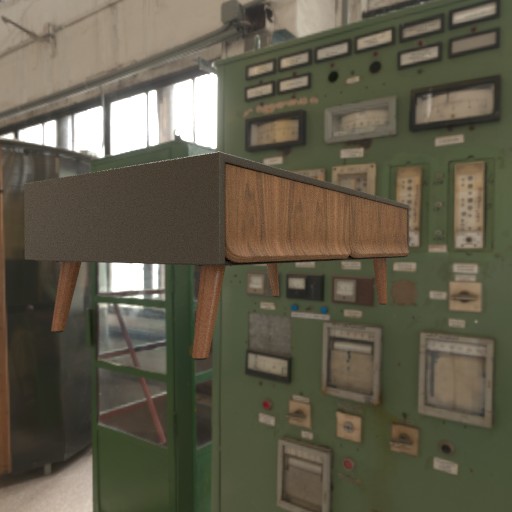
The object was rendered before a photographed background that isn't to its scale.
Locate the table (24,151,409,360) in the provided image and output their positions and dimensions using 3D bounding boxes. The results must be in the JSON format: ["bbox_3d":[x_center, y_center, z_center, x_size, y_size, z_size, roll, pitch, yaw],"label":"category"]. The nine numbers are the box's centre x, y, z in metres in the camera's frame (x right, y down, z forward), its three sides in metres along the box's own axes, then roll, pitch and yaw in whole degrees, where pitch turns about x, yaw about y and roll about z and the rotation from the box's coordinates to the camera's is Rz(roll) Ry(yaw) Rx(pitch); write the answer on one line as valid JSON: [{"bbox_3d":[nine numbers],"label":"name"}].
[{"bbox_3d":[0.000,0.000,1.501,0.703,0.404,1.201,1,1,35],"label":"table"}]
